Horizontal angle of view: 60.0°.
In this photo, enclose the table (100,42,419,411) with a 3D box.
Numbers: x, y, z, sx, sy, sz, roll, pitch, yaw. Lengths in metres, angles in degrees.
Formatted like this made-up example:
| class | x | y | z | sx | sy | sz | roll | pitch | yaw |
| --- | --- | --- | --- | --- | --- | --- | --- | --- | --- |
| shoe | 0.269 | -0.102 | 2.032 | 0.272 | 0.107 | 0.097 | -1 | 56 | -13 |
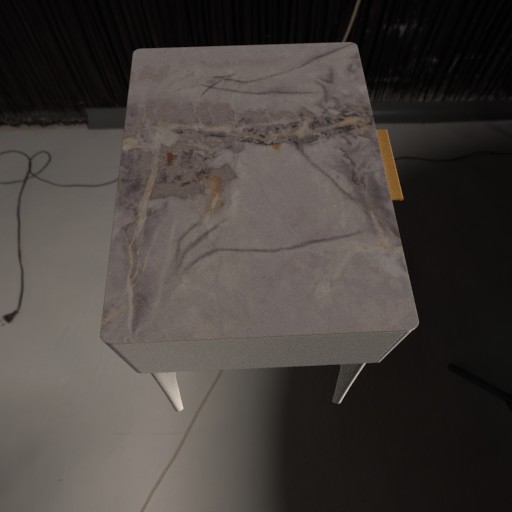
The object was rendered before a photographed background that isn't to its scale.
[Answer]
| class | x | y | z | sx | sy | sz | roll | pitch | yaw |
| --- | --- | --- | --- | --- | --- | --- | --- | --- | --- |
| table | 0.000 | 0.000 | 0.881 | 0.400 | 0.570 | 0.500 | -2 | 63 | -1 |
